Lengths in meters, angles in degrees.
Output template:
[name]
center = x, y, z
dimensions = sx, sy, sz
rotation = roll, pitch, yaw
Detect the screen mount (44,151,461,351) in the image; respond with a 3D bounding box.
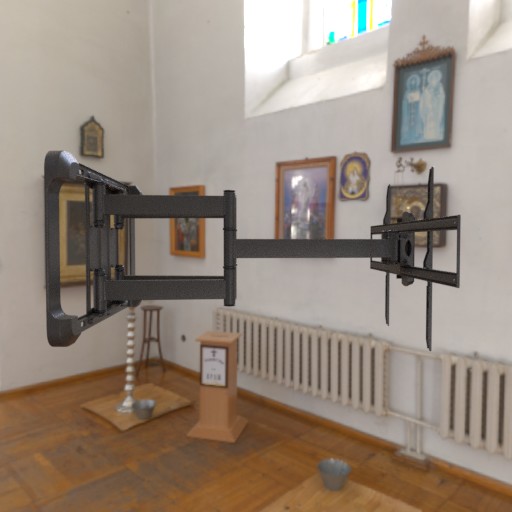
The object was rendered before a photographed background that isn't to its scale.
[screen mount]
center = 0.000, 0.000, 1.307
dimensions = 0.905, 0.483, 0.725
rotation = 0, 2, -1
